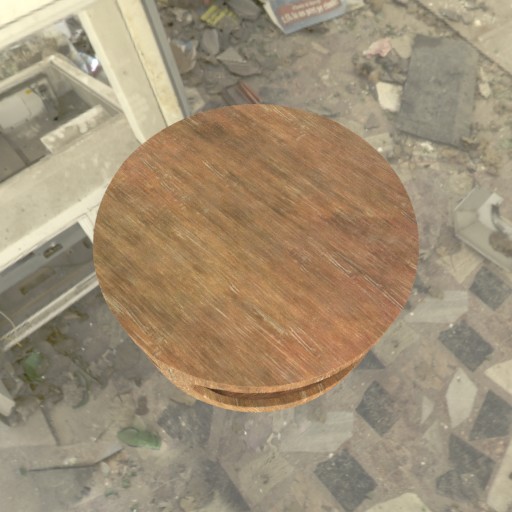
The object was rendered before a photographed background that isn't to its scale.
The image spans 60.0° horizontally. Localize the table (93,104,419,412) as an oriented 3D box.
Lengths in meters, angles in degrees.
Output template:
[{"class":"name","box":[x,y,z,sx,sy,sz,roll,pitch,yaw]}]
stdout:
[{"class":"table","box":[0.000,0.000,1.541,0.974,0.450,0.974,0,63,0]}]
